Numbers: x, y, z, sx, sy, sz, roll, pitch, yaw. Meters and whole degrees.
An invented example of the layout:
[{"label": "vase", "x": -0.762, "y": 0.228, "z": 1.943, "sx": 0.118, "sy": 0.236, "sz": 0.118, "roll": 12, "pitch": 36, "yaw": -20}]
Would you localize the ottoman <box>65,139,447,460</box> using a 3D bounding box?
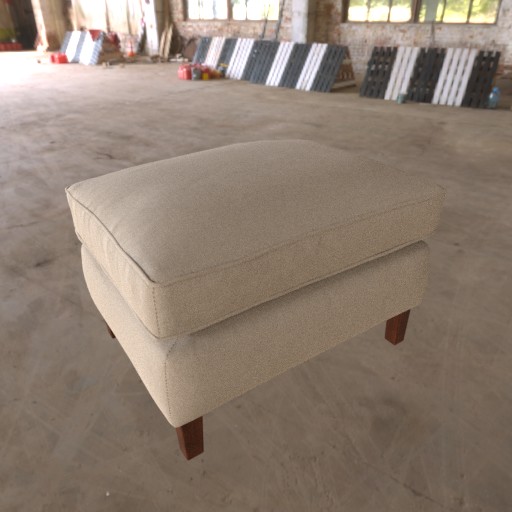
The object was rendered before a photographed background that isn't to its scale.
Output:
[{"label": "ottoman", "x": 0.000, "y": 0.000, "z": 0.988, "sx": 0.665, "sy": 0.456, "sz": 0.501, "roll": -18, "pitch": 34, "yaw": -29}]
